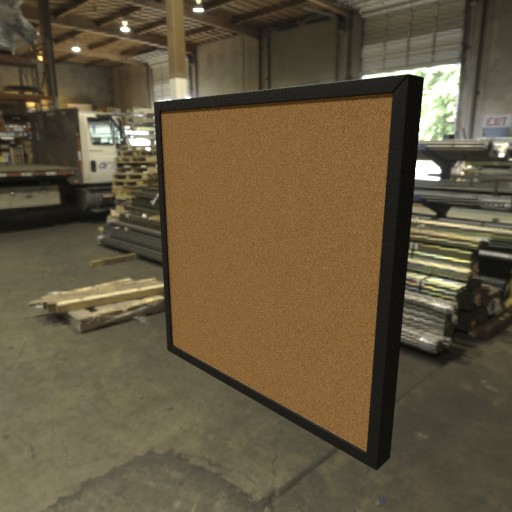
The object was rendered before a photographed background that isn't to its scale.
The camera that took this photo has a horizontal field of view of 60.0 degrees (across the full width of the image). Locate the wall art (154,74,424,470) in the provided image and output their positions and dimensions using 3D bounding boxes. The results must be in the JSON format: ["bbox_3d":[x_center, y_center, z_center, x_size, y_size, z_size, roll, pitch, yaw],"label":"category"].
[{"bbox_3d":[0.000,0.000,0.730,0.037,0.508,0.508,-14,20,-43],"label":"wall art"}]
